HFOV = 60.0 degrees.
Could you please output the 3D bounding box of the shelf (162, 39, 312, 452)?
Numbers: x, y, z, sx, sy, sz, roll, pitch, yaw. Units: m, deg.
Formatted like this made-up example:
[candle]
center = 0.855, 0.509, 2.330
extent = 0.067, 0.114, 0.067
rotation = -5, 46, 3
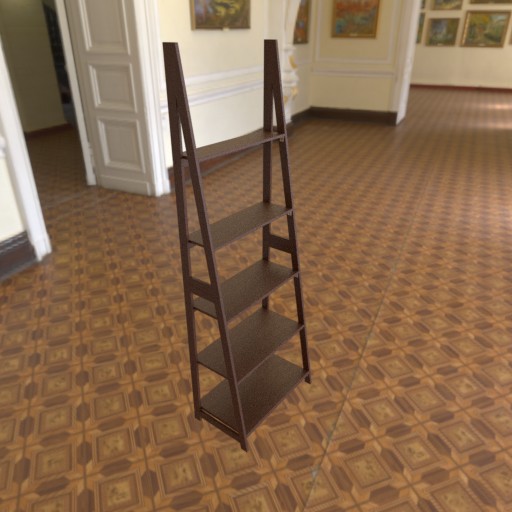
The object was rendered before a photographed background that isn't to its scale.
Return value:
[shelf]
center = 0.000, 0.000, 2.029
extent = 0.350, 1.770, 0.600
rotation = 19, 33, 33
